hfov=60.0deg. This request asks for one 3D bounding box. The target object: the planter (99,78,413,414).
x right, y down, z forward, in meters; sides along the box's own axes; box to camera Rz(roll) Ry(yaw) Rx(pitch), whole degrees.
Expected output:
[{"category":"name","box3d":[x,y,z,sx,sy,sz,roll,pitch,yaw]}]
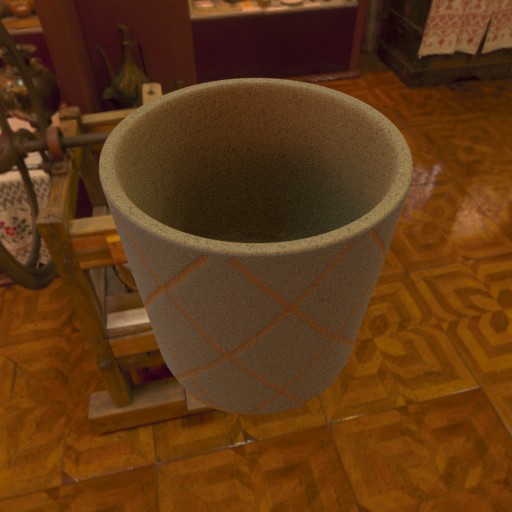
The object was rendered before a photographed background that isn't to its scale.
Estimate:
[{"category":"planter","box3d":[0.000,0.000,0.347,0.191,0.200,0.191,0,46,0]}]
